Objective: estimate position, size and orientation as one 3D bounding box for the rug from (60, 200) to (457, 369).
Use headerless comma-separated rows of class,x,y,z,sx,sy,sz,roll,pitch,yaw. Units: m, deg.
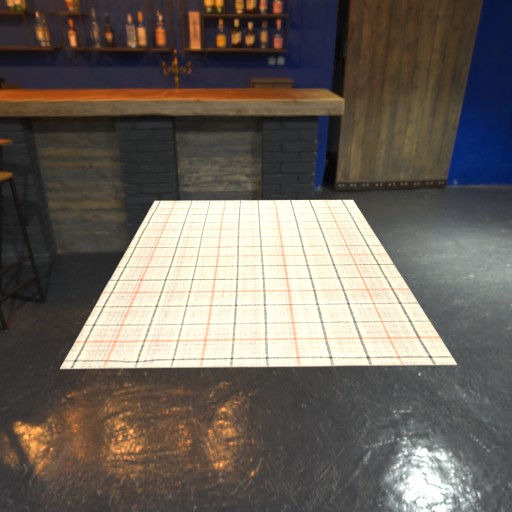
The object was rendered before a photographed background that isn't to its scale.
rug,0.000,0.000,4.083,2.444,0.012,3.048,0,27,-1
